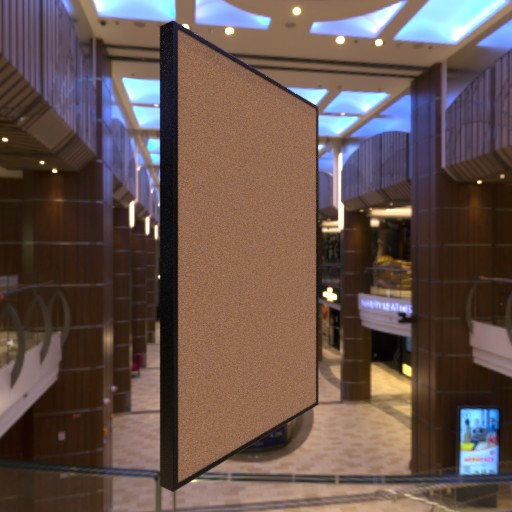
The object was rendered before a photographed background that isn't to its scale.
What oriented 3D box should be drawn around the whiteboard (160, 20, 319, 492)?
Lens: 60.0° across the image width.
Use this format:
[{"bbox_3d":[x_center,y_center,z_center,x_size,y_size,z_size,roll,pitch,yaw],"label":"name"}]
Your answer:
[{"bbox_3d":[0.000,0.000,0.746,0.026,0.611,0.406,0,0,35],"label":"whiteboard"}]
